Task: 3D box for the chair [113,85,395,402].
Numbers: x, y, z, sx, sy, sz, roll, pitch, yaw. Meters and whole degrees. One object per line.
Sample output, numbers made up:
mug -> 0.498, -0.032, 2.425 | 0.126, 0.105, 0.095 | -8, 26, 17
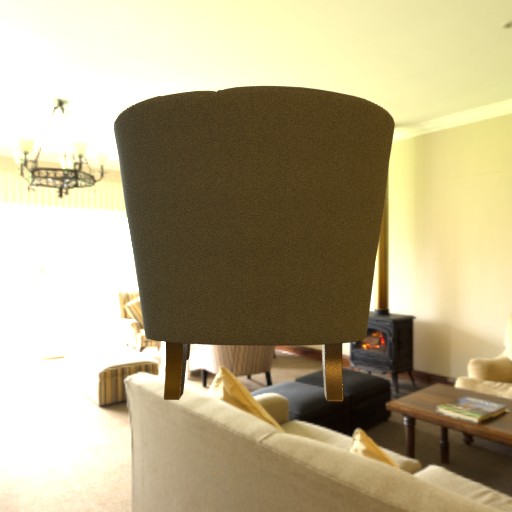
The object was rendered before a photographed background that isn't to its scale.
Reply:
chair -> 0.000, 0.000, 1.556 | 0.848, 0.868, 0.906 | 0, 0, 2
